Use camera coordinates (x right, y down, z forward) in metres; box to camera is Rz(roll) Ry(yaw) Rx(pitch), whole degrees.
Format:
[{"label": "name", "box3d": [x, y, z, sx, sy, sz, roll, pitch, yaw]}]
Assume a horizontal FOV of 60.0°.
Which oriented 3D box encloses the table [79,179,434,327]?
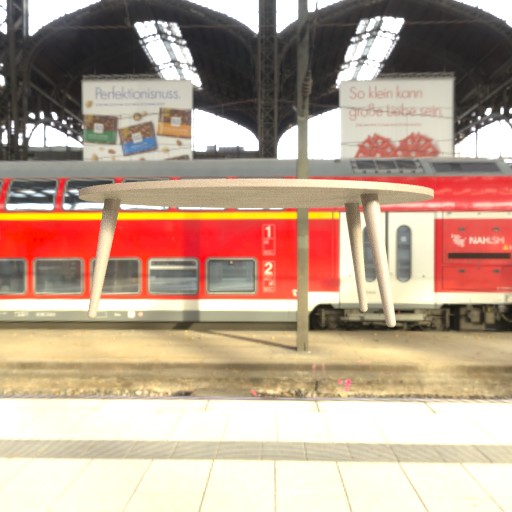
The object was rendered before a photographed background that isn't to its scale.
[{"label": "table", "box3d": [0.000, 0.000, 1.379, 1.083, 0.390, 0.542, 0, 0, 0]}]
